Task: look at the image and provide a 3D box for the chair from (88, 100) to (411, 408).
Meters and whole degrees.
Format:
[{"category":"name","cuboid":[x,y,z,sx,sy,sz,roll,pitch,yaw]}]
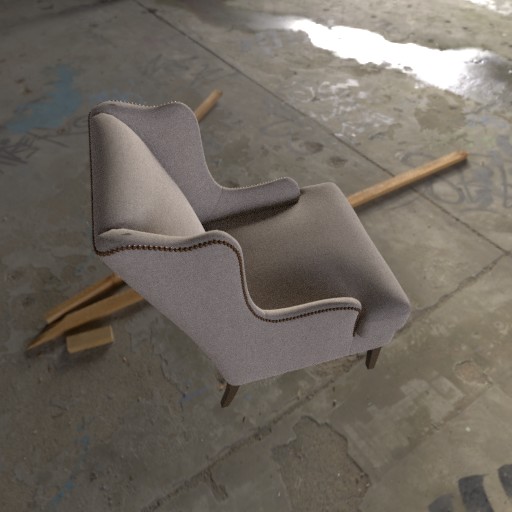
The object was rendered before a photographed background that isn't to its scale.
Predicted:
[{"category":"chair","cuboid":[0.000,0.000,1.643,0.940,1.029,0.737,-11,49,-10]}]
